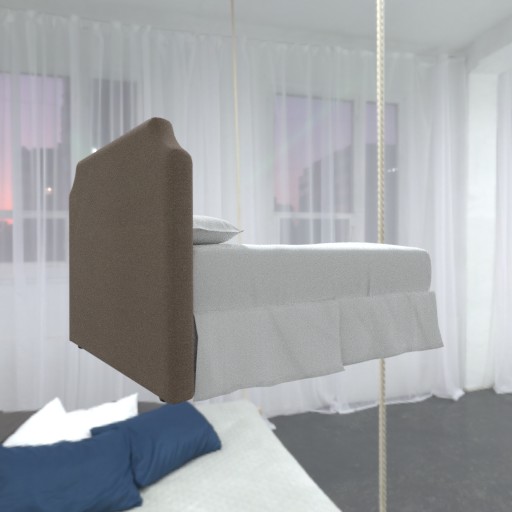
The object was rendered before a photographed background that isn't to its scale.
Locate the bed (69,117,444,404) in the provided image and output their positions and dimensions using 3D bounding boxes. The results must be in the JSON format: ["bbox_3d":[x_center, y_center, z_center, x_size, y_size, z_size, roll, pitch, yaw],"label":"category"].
[{"bbox_3d":[0.000,0.000,3.129,2.116,1.290,1.693,0,1,-36],"label":"bed"}]
